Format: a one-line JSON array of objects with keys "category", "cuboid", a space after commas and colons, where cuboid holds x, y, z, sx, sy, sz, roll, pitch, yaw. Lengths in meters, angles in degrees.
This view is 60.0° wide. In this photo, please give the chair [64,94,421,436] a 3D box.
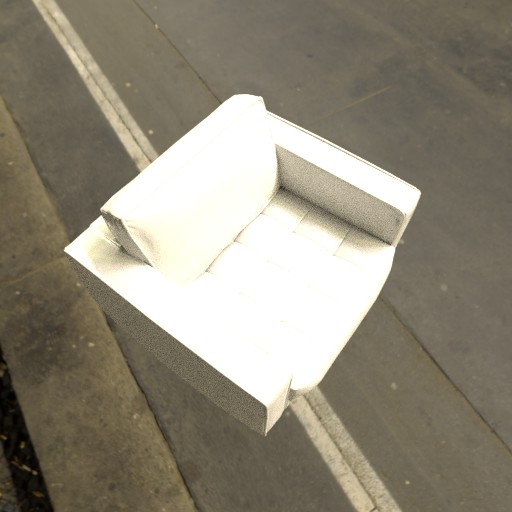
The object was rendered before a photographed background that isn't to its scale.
[{"category": "chair", "cuboid": [0.000, 0.000, 1.572, 0.843, 0.773, 0.928, 33, 64, 19]}]
